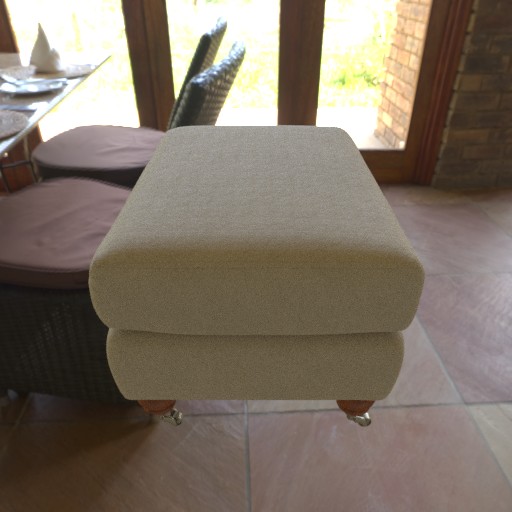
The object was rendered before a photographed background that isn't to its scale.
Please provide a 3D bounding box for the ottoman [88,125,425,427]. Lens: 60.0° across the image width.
[{"bbox_3d":[0.000,0.000,1.126,0.569,0.504,0.773,0,33,0],"label":"ottoman"}]
